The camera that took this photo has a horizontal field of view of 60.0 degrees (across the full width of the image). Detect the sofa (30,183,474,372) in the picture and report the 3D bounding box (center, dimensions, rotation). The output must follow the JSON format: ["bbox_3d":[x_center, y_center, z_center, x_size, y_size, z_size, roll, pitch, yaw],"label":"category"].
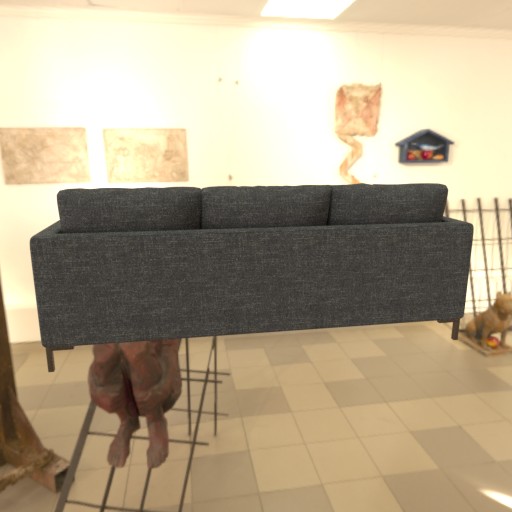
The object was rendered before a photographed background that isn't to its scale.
[{"bbox_3d":[0.000,0.000,2.615,2.218,0.874,0.859,-2,14,-10],"label":"sofa"}]
